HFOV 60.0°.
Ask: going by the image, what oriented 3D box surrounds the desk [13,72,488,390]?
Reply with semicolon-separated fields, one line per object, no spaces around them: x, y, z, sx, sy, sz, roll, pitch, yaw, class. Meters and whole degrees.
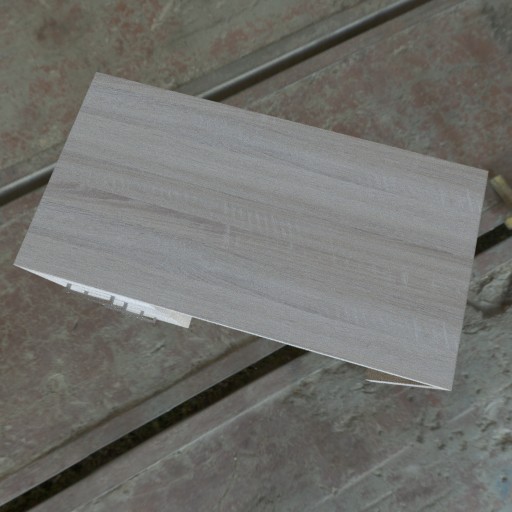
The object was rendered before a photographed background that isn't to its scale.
0.000;0.000;1.485;1.100;0.731;0.600;15;76;4;desk
